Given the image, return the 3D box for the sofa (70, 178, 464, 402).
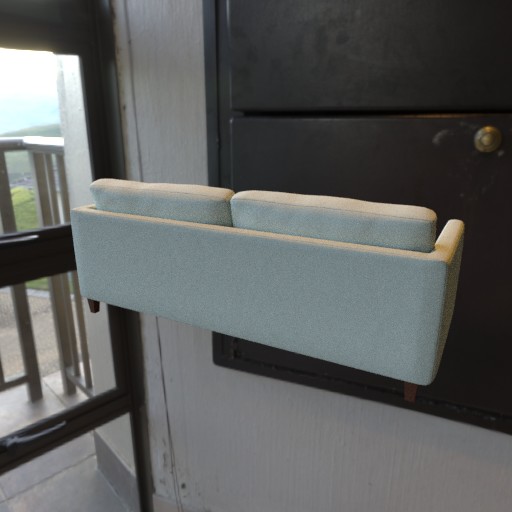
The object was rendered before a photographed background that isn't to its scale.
[{"bbox_3d":[0.000,0.000,2.945,2.434,0.965,0.948,9,20,27],"label":"sofa"}]
